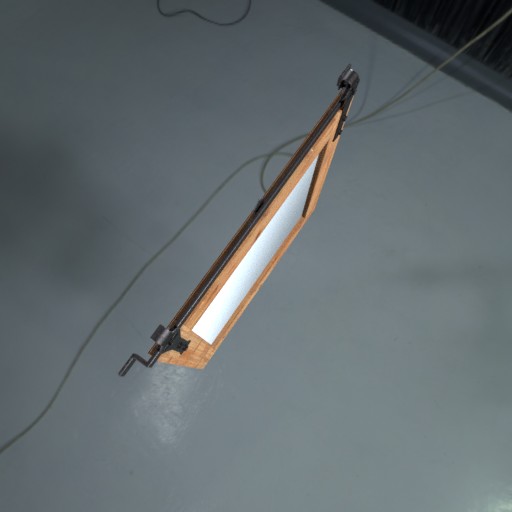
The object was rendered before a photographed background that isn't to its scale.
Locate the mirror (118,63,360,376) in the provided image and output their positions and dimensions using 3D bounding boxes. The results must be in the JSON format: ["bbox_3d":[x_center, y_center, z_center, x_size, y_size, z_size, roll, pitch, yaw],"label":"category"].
[{"bbox_3d":[0.000,0.000,1.212,0.054,0.800,0.805,34,77,9],"label":"mirror"}]
